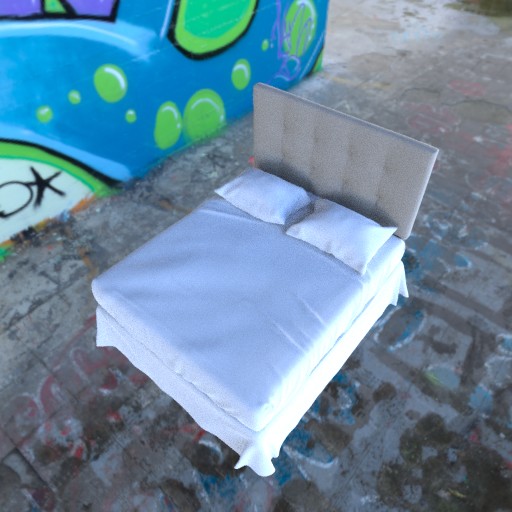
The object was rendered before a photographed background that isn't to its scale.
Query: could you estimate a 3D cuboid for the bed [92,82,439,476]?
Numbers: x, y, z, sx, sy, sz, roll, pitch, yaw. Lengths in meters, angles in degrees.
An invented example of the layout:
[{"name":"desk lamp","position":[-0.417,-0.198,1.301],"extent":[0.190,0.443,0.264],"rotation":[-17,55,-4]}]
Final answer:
[{"name":"bed","position":[0.000,0.000,3.437],"extent":[1.936,1.577,2.222],"rotation":[31,54,26]}]
